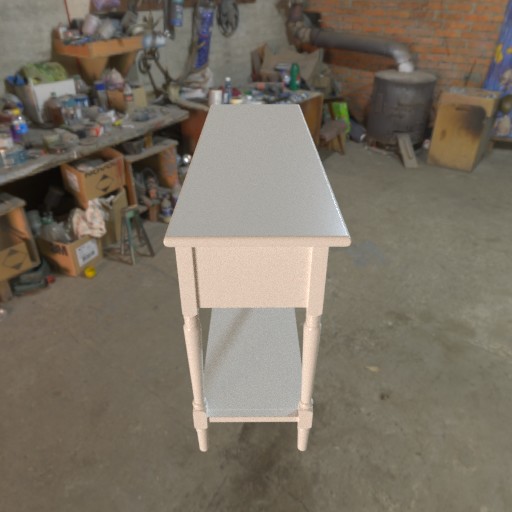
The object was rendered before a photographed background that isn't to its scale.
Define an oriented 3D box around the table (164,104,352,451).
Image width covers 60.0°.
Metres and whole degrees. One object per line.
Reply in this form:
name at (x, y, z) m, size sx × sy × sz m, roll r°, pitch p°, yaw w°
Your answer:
table at (0.000, 0.000, 1.622) m, size 0.386 × 0.814 × 1.191 m, roll 0°, pitch 31°, yaw 0°
